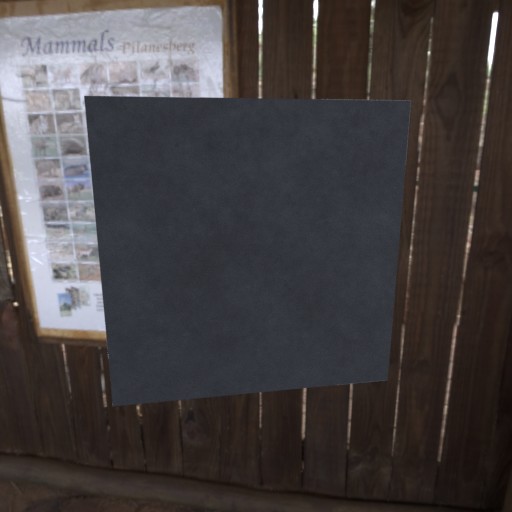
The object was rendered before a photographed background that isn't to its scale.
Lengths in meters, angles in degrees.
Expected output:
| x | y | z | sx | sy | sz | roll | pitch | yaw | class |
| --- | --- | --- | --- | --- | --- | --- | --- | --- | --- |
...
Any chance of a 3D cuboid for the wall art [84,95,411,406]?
| x | y | z | sx | sy | sz | roll | pitch | yaw | class |
| --- | --- | --- | --- | --- | --- | --- | --- | --- | --- |
| 0.000 | 0.000 | 1.142 | 0.765 | 0.765 | 0.046 | -3 | 15 | -9 | wall art |
